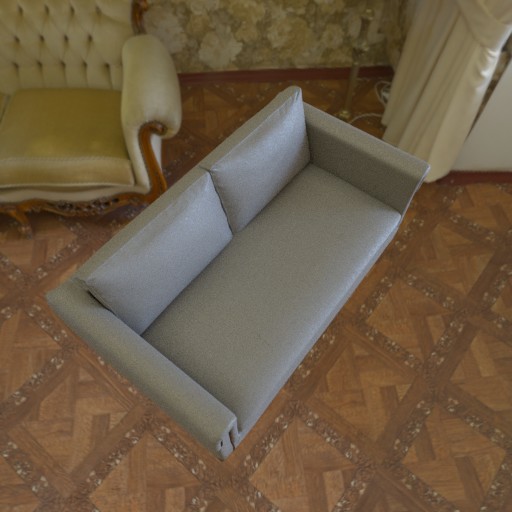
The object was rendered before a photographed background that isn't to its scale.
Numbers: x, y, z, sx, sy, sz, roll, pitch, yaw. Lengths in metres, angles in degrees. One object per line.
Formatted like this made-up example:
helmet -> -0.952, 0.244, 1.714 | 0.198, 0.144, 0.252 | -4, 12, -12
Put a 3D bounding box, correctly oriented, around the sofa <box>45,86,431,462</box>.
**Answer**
sofa -> 0.000, 0.000, 2.120 | 0.899, 0.873, 1.598 | 33, 64, 19
